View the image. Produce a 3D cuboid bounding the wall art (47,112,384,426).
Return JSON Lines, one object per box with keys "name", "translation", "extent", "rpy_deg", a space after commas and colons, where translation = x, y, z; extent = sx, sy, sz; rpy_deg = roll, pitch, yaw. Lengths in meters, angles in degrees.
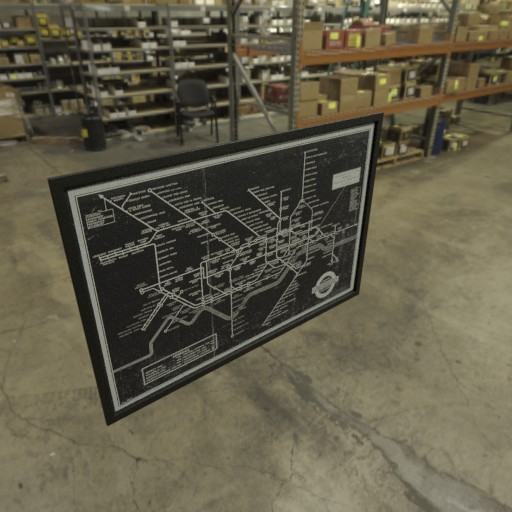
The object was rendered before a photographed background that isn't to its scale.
{"name": "wall art", "translation": [0.000, 0.000, 1.517], "extent": [1.192, 0.811, 0.013], "rpy_deg": [-21, 35, -33]}
